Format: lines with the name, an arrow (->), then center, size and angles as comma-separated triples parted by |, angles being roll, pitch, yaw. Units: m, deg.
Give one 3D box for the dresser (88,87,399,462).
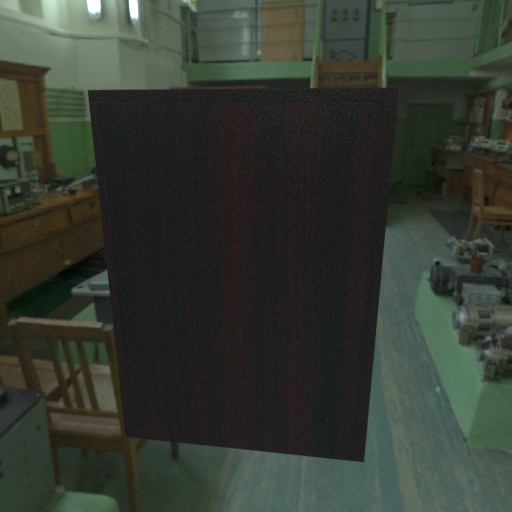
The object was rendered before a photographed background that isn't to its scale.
dresser -> 0.000, 0.000, 0.816 | 0.400, 0.560, 0.360 | 3, 18, 8
